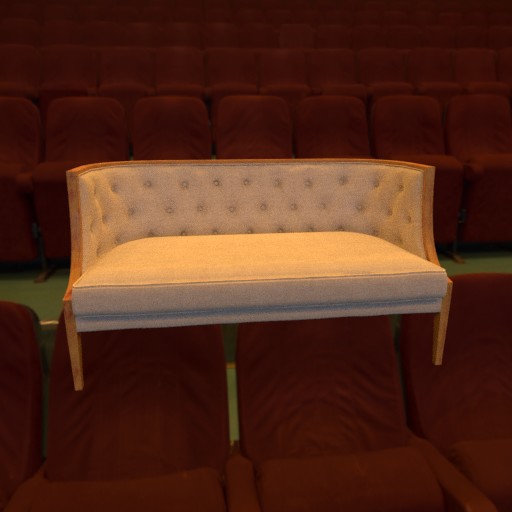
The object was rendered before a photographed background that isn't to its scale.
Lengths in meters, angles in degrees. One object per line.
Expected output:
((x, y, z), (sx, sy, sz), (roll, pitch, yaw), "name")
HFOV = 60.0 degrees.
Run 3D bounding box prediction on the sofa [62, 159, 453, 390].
((0.000, 0.000, 1.945), (1.474, 0.775, 0.770), (-2, 17, -7), "sofa")
